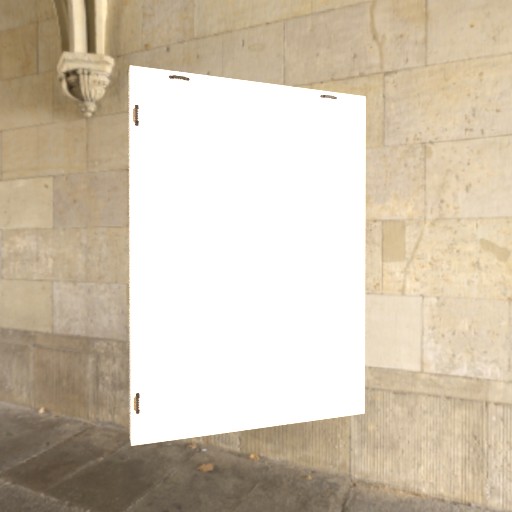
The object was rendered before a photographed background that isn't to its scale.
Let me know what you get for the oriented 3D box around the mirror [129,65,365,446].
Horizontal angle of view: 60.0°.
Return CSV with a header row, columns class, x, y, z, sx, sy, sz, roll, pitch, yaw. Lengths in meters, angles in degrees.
class,x,y,z,sx,sy,sz,roll,pitch,yaw
mirror,0.000,0.000,0.924,0.507,0.710,0.040,0,1,-19
